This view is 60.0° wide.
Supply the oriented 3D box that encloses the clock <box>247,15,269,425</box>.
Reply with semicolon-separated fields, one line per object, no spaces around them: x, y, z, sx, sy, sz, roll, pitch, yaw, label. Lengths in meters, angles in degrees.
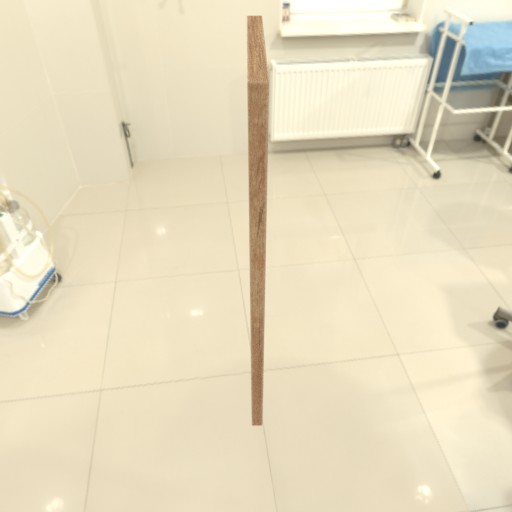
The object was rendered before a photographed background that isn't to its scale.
0.000;0.000;1.071;0.030;0.965;0.361;-1;41;-1;clock
